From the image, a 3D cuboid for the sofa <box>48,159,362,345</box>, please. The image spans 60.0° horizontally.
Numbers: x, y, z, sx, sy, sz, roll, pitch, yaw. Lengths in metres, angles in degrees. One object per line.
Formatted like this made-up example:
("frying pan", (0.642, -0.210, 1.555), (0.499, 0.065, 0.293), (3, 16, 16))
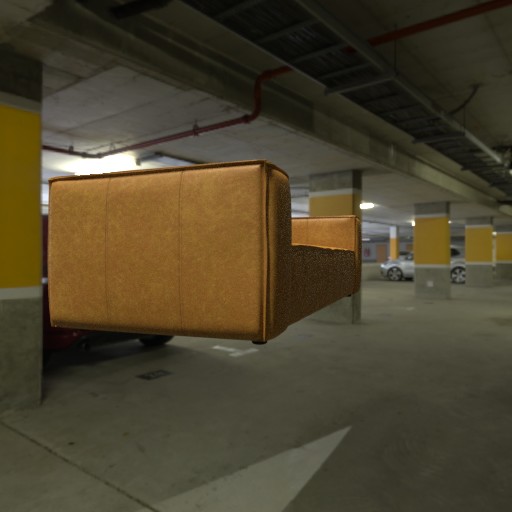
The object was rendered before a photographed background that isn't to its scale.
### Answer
("sofa", (0.000, 0.000, 2.954), (1.102, 0.701, 2.581), (0, 0, 21))
